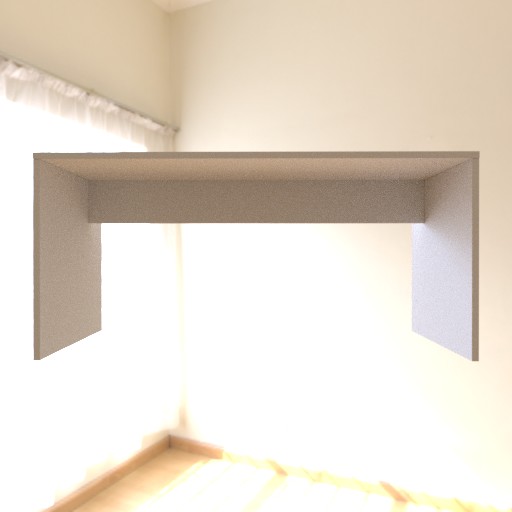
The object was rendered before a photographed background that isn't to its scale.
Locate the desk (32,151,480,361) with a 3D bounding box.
[{"bbox_3d":[0.000,0.000,1.988,1.600,0.750,0.802,0,0,0],"label":"desk"}]
